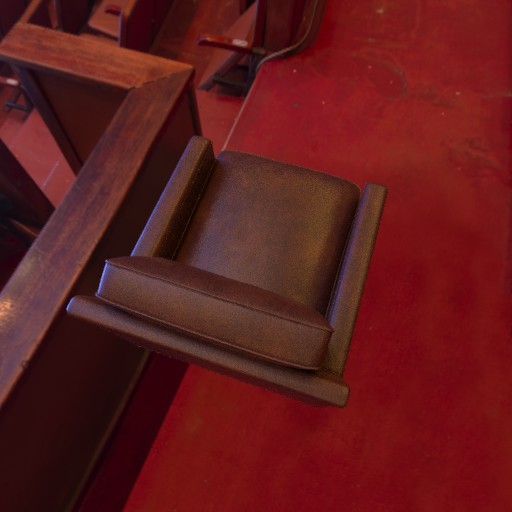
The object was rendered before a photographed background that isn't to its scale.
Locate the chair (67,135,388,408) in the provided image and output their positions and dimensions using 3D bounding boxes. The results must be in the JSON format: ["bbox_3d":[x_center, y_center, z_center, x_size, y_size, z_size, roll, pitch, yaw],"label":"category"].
[{"bbox_3d":[0.000,0.000,1.745,0.853,0.929,1.014,17,65,8],"label":"chair"}]
